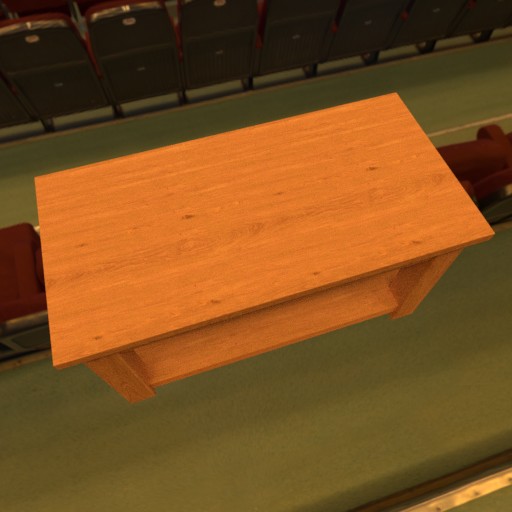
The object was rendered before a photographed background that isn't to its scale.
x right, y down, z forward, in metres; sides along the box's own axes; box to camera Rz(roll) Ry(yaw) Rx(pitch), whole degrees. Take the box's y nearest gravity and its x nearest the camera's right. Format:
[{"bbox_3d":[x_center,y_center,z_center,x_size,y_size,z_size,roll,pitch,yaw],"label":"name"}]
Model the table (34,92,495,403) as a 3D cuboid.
[{"bbox_3d":[0.000,0.000,1.153,0.899,0.452,0.450,-16,62,-9],"label":"table"}]
